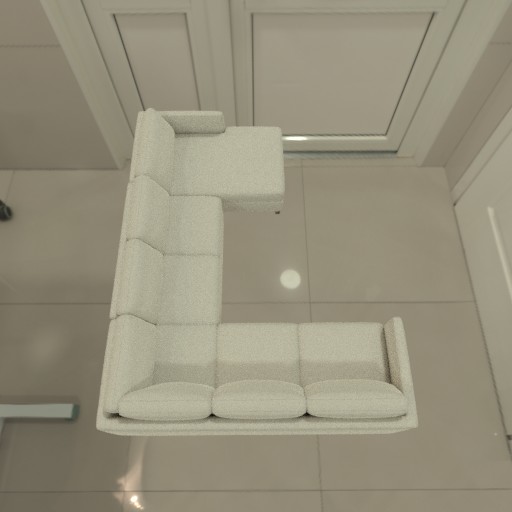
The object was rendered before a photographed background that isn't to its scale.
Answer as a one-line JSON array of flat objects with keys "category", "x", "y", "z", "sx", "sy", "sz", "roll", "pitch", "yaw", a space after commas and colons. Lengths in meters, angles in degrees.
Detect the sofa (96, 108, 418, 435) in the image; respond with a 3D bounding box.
[{"category": "sofa", "x": 0.000, "y": 0.000, "z": 4.343, "sx": 2.551, "sy": 0.853, "sz": 3.238, "roll": 0, "pitch": 65, "yaw": 0}]
